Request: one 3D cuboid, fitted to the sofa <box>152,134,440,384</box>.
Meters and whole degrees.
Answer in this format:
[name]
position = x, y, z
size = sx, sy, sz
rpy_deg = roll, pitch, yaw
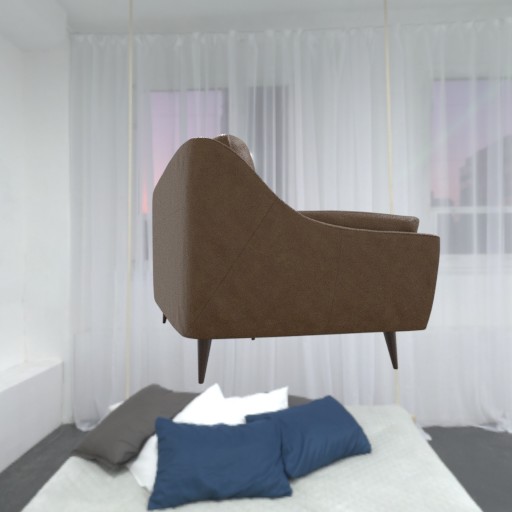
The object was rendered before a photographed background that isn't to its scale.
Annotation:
[sofa]
position = 0.000, 0.000, 2.334
size = 0.981, 0.886, 1.731
rpy_deg = 0, 1, -17
